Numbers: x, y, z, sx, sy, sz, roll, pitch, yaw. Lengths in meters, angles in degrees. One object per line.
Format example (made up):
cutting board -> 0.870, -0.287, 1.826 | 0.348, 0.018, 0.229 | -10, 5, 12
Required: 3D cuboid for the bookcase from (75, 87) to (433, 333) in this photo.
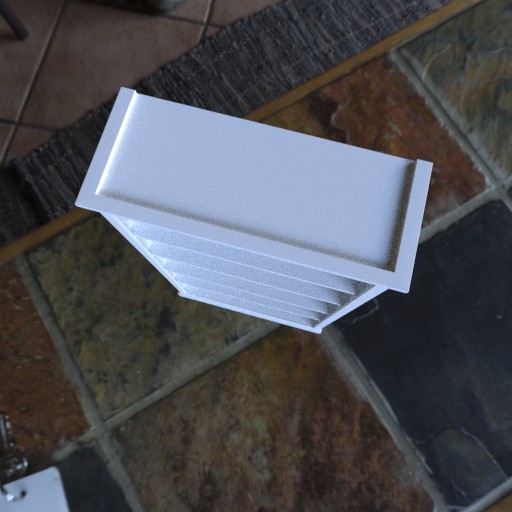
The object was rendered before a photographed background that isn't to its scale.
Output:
bookcase -> 0.000, 0.000, 2.303 | 1.050, 1.880, 0.432 | 15, 76, 4
